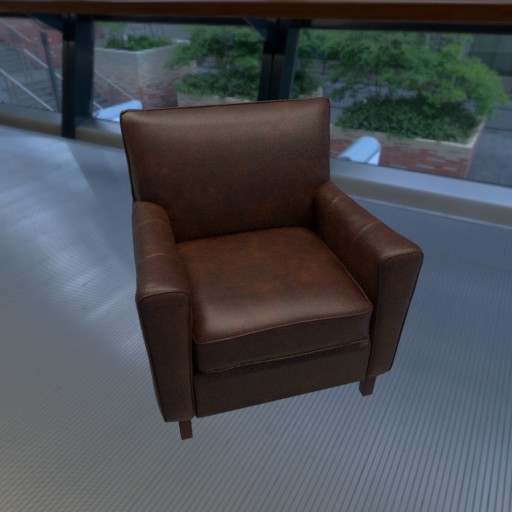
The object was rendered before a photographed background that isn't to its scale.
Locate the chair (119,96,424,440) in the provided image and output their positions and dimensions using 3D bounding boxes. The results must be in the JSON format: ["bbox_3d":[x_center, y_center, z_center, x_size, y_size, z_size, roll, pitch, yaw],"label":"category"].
[{"bbox_3d":[0.000,0.000,1.644,0.870,0.943,0.823,-9,33,-13],"label":"chair"}]
